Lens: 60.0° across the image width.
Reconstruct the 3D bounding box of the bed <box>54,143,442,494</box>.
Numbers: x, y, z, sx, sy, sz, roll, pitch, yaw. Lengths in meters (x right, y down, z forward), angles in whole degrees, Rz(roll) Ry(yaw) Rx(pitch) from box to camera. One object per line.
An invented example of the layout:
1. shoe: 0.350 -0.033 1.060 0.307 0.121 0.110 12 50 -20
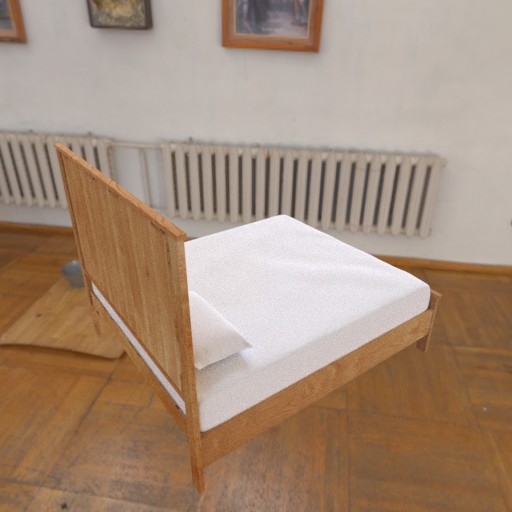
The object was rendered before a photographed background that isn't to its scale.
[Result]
1. bed: 0.000 0.000 3.984 2.530 1.938 2.225 -19 33 -31
